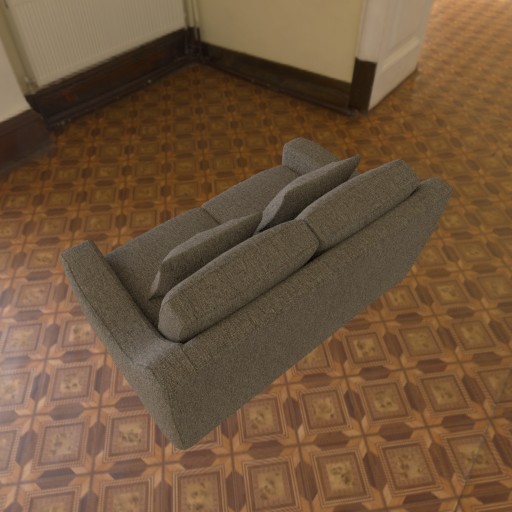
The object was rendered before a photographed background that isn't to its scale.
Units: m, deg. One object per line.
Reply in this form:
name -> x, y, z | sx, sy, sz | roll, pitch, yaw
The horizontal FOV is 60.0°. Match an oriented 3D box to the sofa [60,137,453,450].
sofa -> 0.000, 0.000, 2.415 | 1.778, 0.991, 1.120 | -31, 54, -26
